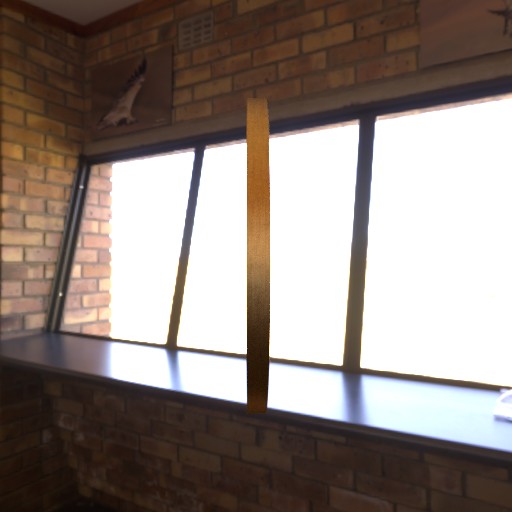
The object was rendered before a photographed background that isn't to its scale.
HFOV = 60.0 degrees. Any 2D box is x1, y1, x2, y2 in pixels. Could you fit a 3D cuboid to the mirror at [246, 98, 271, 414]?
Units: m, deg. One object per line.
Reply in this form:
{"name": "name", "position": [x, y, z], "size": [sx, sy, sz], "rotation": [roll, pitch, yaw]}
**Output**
{"name": "mirror", "position": [0.000, 0.000, 0.841], "size": [0.032, 0.565, 0.565], "rotation": [0, -1, -1]}
